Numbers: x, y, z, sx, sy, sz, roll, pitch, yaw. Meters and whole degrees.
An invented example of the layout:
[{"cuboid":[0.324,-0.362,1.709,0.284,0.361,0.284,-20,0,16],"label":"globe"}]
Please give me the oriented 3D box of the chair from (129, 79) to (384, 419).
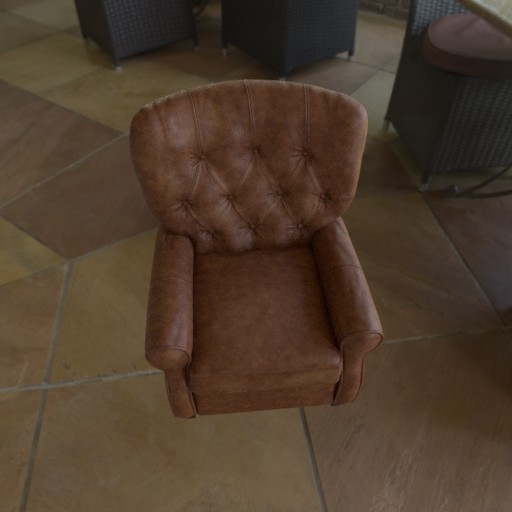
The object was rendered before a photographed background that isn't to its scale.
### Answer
[{"cuboid":[0.000,0.000,1.913,0.951,1.164,1.059,-4,46,-4],"label":"chair"}]
